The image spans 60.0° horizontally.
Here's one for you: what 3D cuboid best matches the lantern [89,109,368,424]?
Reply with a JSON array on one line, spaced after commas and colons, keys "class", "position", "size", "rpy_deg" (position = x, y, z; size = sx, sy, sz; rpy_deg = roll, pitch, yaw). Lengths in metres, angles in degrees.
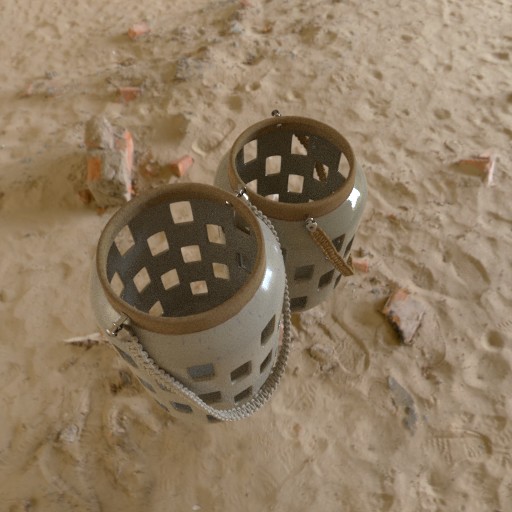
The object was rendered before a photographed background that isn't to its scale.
[{"class": "lantern", "position": [0.000, 0.000, 0.483], "size": [0.184, 0.255, 0.347], "rpy_deg": [30, 63, 17]}]
